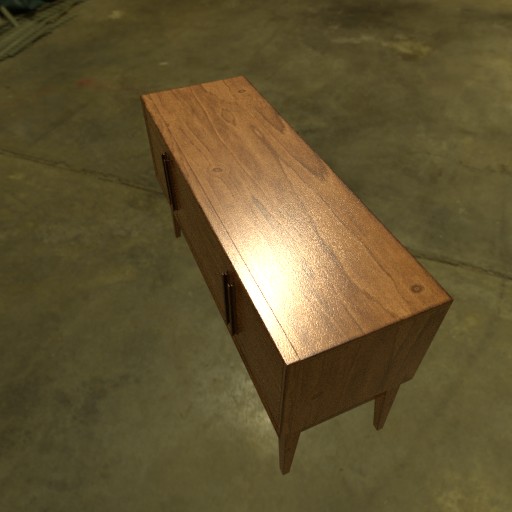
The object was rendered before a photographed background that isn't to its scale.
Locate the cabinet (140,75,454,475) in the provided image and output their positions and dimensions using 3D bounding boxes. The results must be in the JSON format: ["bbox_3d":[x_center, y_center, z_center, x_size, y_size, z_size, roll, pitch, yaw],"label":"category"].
[{"bbox_3d":[0.000,0.000,1.753,0.477,0.802,1.363,-18,49,-16],"label":"cabinet"}]
